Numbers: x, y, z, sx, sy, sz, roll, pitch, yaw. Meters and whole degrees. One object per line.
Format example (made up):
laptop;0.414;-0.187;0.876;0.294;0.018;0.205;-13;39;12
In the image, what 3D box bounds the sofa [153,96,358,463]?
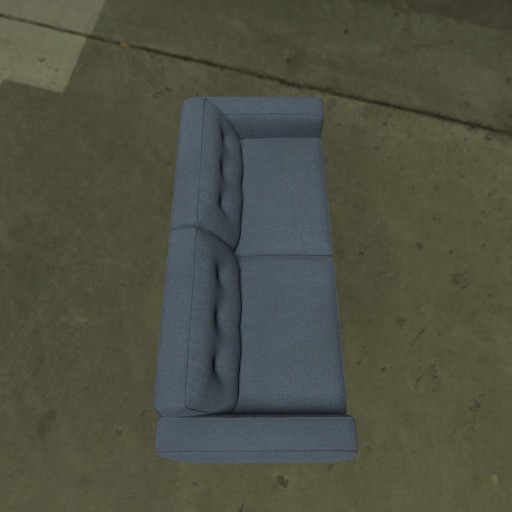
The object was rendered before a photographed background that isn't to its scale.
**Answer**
sofa;0.000;0.000;2.685;0.953;0.782;2.270;0;63;0
